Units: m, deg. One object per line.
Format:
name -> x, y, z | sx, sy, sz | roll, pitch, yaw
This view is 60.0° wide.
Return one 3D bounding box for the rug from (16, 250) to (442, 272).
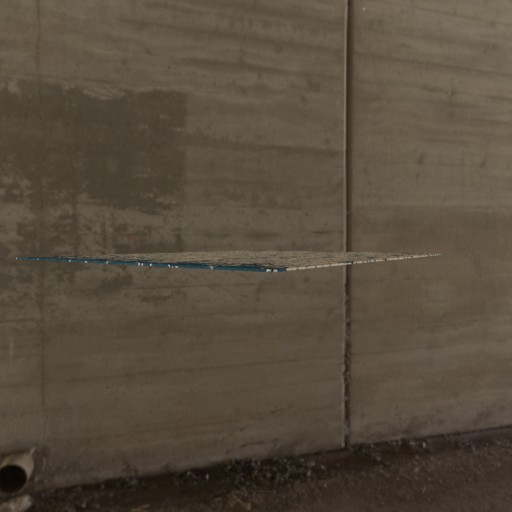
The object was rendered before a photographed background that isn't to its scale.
rug -> 0.000, 0.000, 3.940 | 2.416, 0.014, 3.017 | 1, 3, 36
